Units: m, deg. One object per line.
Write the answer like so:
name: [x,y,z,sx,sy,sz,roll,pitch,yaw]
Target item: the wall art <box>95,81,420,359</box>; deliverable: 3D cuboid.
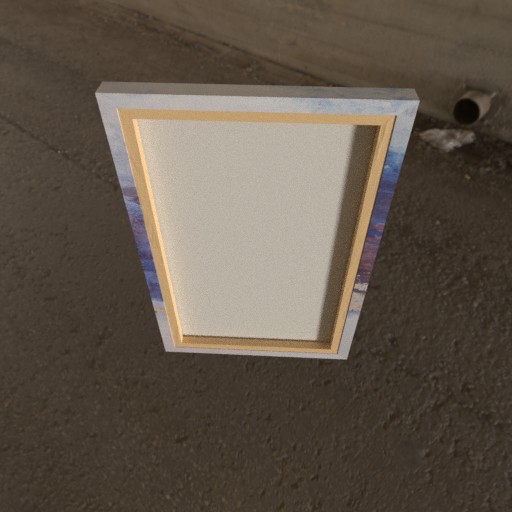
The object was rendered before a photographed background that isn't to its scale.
wall art: [0.000,0.000,1.127,0.583,0.874,0.048,2,46,2]
